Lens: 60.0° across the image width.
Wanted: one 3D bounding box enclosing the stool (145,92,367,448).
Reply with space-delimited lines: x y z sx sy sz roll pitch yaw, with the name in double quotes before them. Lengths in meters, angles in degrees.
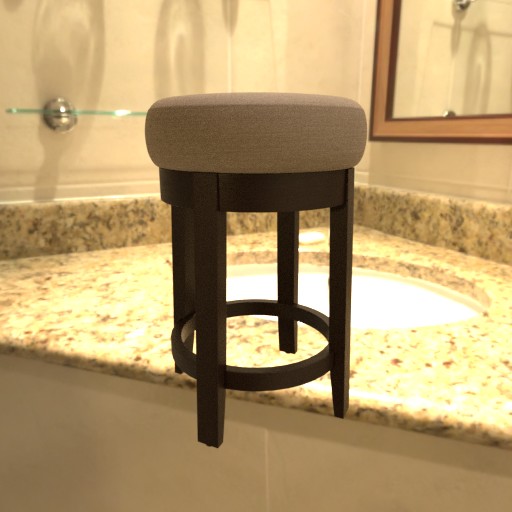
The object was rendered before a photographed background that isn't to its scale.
"stool" 0.000 0.000 0.978 0.443 0.672 0.443 0 16 0
